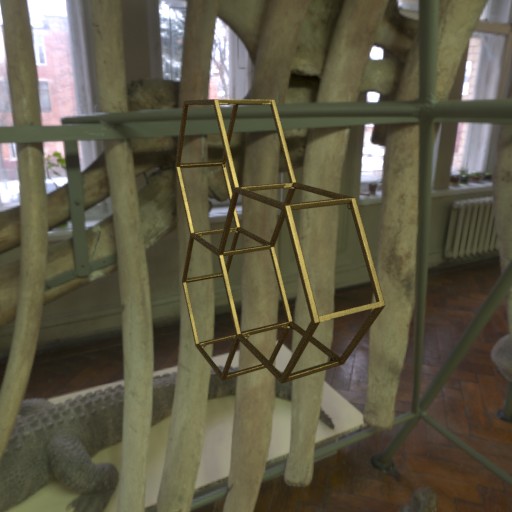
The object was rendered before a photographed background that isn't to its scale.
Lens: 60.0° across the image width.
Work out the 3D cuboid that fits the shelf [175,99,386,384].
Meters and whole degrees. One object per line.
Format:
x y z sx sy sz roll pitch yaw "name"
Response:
0.000 0.000 1.049 0.150 0.701 0.708 -9 20 -26 "shelf"
